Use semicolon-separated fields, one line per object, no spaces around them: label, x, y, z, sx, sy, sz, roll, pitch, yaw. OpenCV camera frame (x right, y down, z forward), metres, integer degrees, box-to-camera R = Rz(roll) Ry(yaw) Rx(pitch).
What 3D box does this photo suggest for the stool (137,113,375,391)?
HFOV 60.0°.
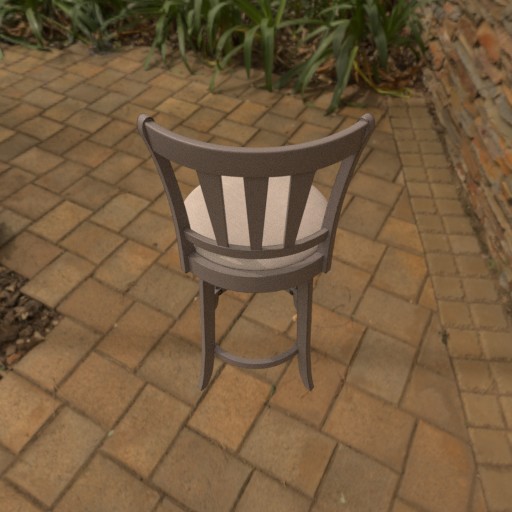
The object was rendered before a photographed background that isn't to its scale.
stool;0.000;0.000;1.269;0.436;1.023;0.475;0;45;0
